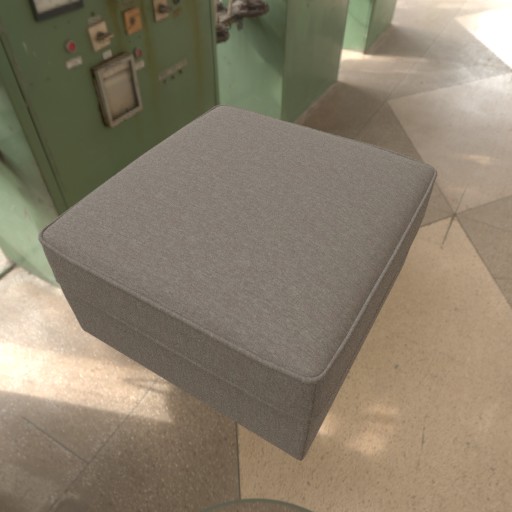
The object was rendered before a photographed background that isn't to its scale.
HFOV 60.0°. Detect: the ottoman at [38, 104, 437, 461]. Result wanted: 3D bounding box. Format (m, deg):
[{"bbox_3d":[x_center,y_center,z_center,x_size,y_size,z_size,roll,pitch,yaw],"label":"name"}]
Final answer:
[{"bbox_3d":[0.000,0.000,1.364,0.808,0.612,0.871,23,50,21],"label":"ottoman"}]
